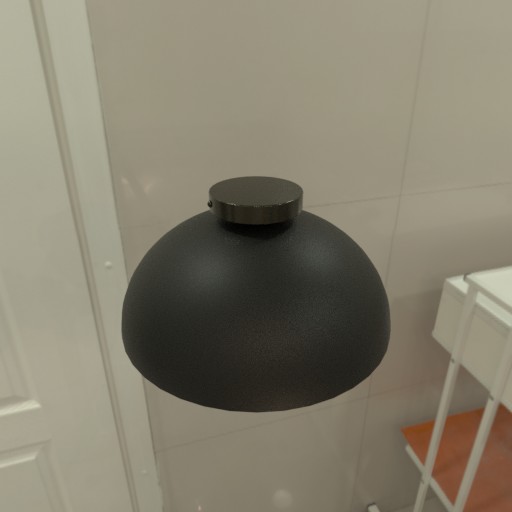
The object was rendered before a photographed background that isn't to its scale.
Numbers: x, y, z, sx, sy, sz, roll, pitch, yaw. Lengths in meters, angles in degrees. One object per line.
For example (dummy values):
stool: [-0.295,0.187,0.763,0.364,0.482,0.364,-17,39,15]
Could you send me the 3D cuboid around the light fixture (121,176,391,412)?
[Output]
light fixture: [0.000,0.000,0.568,0.355,0.177,0.355,0,27,0]
